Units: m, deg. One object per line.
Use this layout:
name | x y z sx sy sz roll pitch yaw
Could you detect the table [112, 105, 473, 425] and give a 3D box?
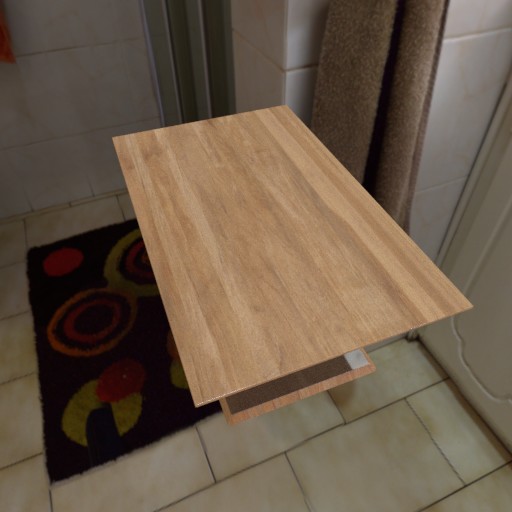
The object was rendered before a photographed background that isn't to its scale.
table | 0.000 0.000 1.491 0.692 0.441 1.100 -16 47 -15
